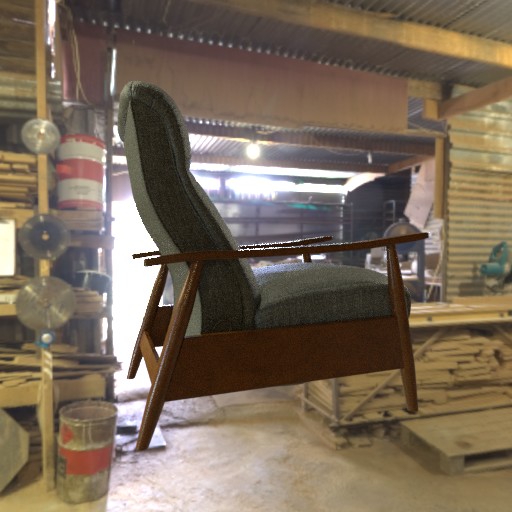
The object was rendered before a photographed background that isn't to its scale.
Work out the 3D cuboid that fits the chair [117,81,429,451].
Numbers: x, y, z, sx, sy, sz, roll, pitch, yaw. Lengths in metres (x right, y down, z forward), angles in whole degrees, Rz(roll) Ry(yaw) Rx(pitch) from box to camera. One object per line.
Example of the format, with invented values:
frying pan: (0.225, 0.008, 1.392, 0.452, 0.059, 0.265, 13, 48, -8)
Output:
chair: (0.000, 0.000, 1.742, 1.030, 1.082, 0.762, 0, 2, -18)
